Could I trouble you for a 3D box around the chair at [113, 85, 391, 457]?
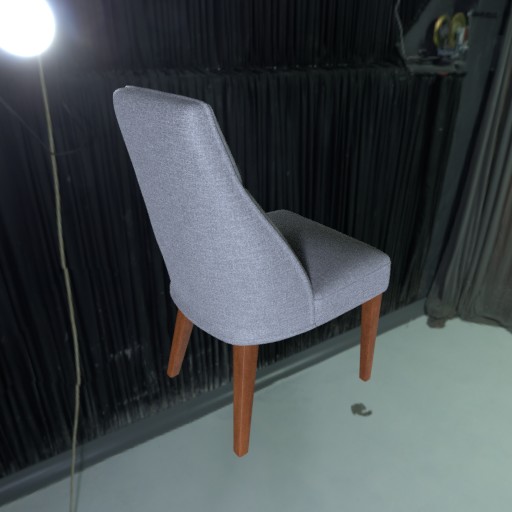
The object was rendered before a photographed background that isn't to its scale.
[{"bbox_3d":[0.000,0.000,1.268,0.620,0.930,0.500,-19,32,-33],"label":"chair"}]
